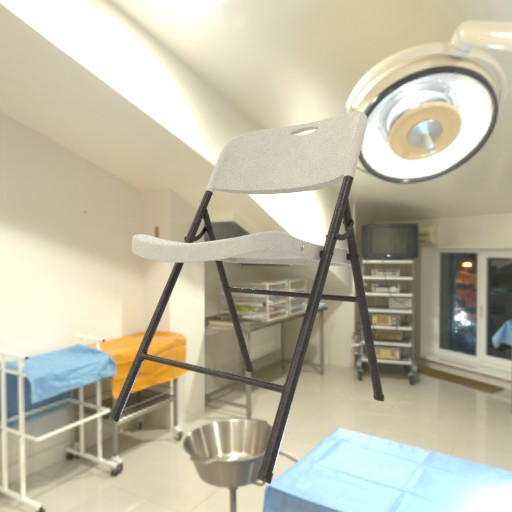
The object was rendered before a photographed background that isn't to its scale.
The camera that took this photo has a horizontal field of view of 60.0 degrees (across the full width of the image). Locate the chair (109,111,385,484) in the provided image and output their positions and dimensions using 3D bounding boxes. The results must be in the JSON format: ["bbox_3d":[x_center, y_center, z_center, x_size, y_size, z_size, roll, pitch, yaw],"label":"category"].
[{"bbox_3d":[0.000,0.000,1.160,0.494,0.810,0.566,1,2,38],"label":"chair"}]
